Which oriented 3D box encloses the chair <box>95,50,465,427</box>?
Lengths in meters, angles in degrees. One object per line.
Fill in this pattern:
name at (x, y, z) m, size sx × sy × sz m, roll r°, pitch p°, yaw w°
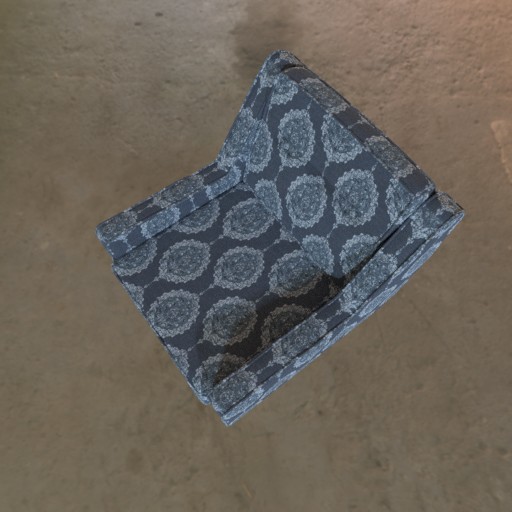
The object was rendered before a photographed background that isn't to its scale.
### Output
chair at (0.000, 0.000, 1.334) m, size 0.743 × 0.792 × 0.663 m, roll -34°, pitch 70°, yaw -15°
